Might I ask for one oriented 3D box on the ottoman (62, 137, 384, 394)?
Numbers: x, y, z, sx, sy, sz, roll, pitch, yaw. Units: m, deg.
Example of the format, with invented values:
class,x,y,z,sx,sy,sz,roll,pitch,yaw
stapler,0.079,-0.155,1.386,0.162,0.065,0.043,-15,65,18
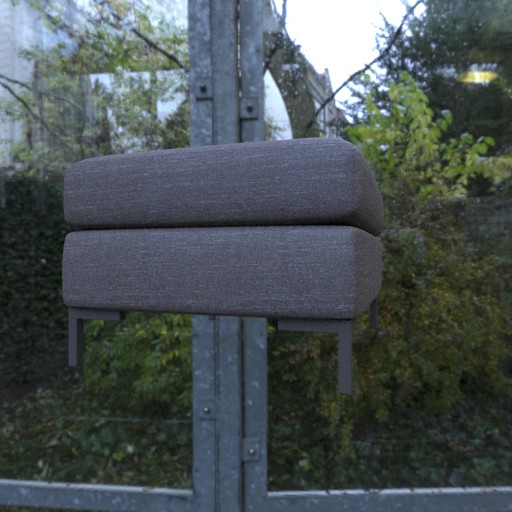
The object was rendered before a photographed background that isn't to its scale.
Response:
class,x,y,z,sx,sy,sz,roll,pitch,yaw
ottoman,0.000,0.000,1.248,0.671,0.490,0.820,0,0,19
